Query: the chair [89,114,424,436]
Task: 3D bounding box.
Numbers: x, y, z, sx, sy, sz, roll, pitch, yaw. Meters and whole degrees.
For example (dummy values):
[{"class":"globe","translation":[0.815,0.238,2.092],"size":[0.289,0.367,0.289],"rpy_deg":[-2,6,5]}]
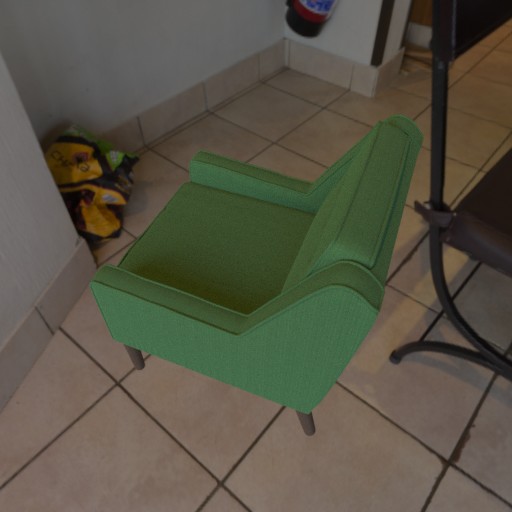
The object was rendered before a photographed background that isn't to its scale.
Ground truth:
[{"class":"chair","translation":[0.000,0.000,1.346],"size":[0.743,0.792,0.663],"rpy_deg":[16,50,14]}]
